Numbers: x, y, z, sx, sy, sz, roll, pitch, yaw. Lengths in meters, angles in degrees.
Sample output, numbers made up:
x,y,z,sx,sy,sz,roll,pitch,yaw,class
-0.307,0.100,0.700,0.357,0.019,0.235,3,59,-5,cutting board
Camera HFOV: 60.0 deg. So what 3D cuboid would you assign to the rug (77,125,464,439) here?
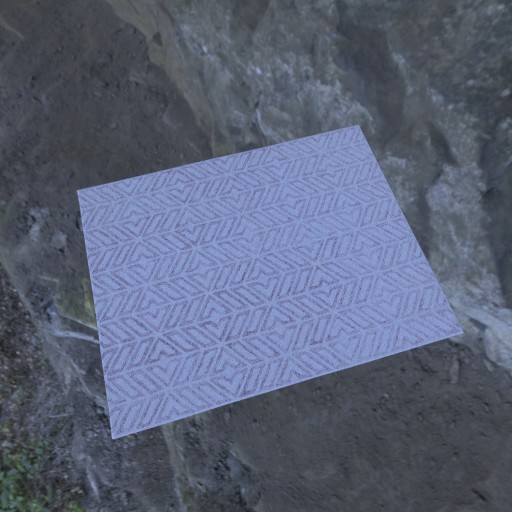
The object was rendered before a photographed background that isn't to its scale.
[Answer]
x,y,z,sx,sy,sz,roll,pitch,yaw,class
0.000,0.000,4.150,3.045,0.008,2.421,-15,65,-7,rug
